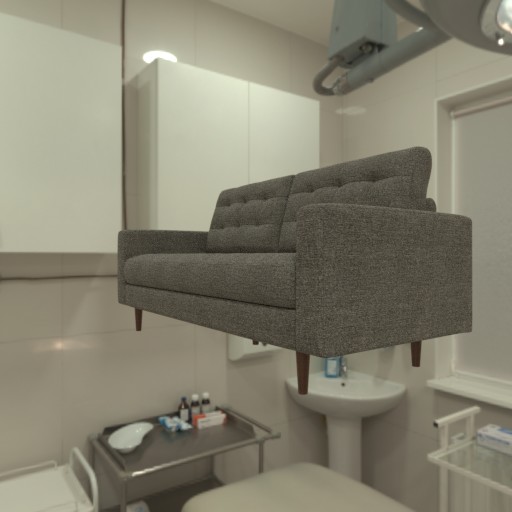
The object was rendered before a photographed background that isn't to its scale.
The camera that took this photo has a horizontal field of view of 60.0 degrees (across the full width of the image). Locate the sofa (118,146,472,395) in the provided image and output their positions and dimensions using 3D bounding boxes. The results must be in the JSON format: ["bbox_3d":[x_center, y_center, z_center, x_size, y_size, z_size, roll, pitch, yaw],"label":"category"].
[{"bbox_3d":[0.000,0.000,2.261,0.863,0.902,1.821,0,0,-35],"label":"sofa"}]
